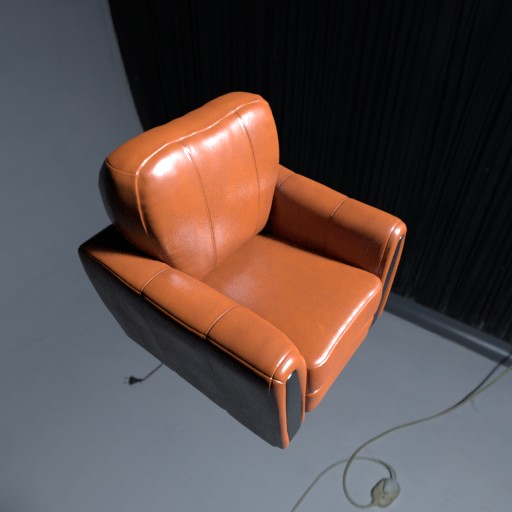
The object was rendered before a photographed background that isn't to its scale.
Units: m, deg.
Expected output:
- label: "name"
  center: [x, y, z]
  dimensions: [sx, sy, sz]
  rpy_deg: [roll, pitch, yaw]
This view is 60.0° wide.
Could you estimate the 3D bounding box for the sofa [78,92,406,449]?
- label: "sofa"
  center: [0.000, 0.000, 1.511]
  dimensions: [0.789, 0.876, 0.836]
  rpy_deg: [26, 47, 27]
